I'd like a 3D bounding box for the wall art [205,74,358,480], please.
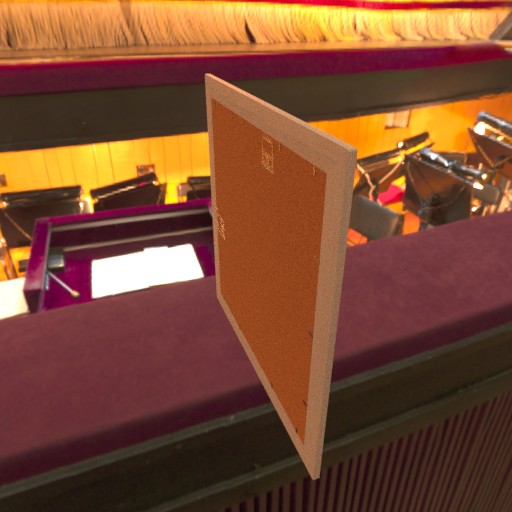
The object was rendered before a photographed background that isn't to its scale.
[{"bbox_3d":[0.000,0.000,0.860,0.013,0.584,0.584,-11,32,-18],"label":"wall art"}]
